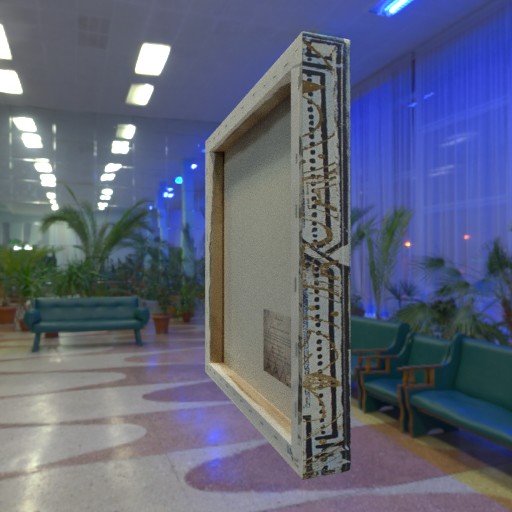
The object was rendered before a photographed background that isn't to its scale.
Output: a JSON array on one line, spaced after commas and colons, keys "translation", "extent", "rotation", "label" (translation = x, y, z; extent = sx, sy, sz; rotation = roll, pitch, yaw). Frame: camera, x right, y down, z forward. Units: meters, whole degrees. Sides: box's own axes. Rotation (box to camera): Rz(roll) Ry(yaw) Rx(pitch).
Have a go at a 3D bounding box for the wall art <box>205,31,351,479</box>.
[{"translation": [0.000, 0.000, 0.450], "extent": [0.038, 0.306, 0.302], "rotation": [0, 0, -19], "label": "wall art"}]
